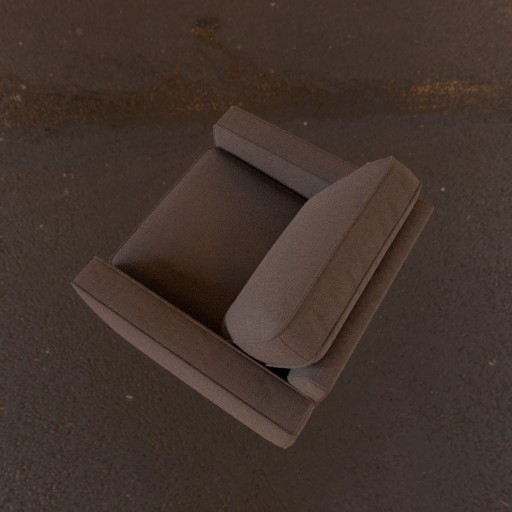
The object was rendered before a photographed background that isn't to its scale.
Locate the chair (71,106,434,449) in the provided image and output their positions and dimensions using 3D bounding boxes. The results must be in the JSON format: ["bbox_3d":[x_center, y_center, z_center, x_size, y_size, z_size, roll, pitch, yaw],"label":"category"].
[{"bbox_3d":[0.000,0.000,1.699,0.940,0.919,1.017,31,68,14],"label":"chair"}]
